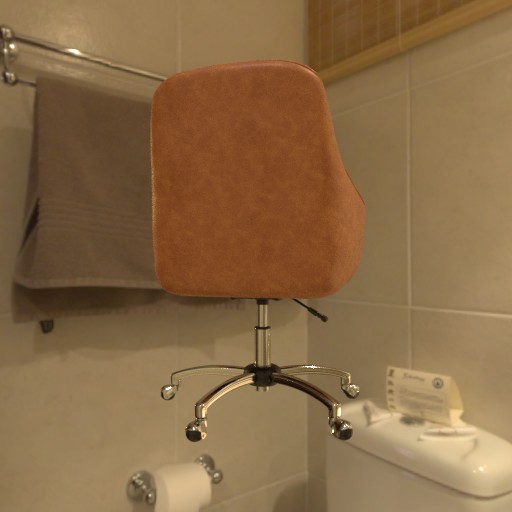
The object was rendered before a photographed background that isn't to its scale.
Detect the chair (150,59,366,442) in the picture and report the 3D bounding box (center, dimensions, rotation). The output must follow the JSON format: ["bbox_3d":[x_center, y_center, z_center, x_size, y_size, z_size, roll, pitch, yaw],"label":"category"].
[{"bbox_3d":[0.000,0.000,1.327,0.628,0.909,0.615,0,-1,16],"label":"chair"}]
